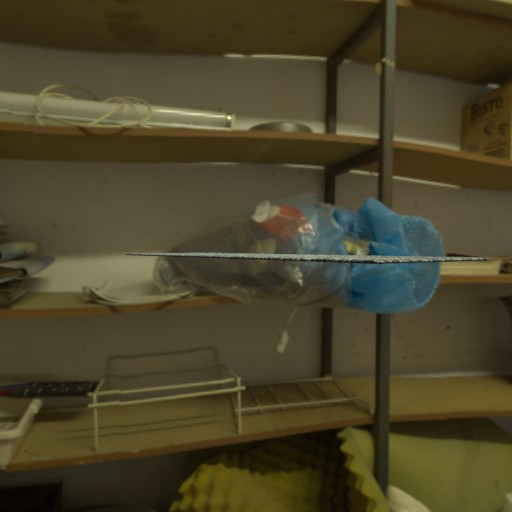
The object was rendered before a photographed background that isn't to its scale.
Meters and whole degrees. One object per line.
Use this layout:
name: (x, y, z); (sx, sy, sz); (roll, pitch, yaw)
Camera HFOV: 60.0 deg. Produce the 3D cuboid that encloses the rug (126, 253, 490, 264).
rug: (0.000, 0.000, 2.521); (0.719, 0.013, 2.306); (-1, 1, -36)
